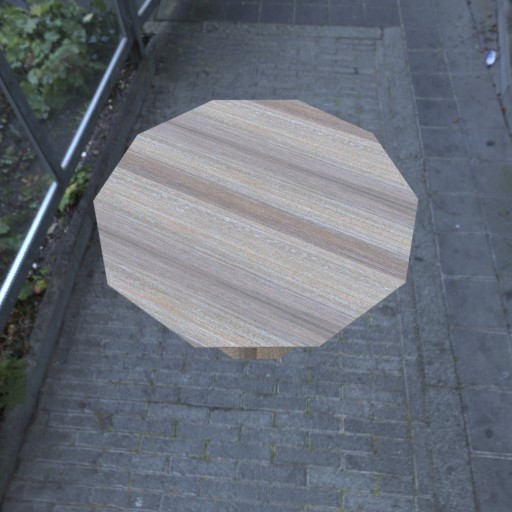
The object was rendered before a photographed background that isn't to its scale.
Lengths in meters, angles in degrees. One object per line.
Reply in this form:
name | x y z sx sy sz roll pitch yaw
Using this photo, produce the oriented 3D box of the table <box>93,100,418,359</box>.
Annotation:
table | 0.000 0.000 1.934 1.186 0.752 1.186 0 57 0
